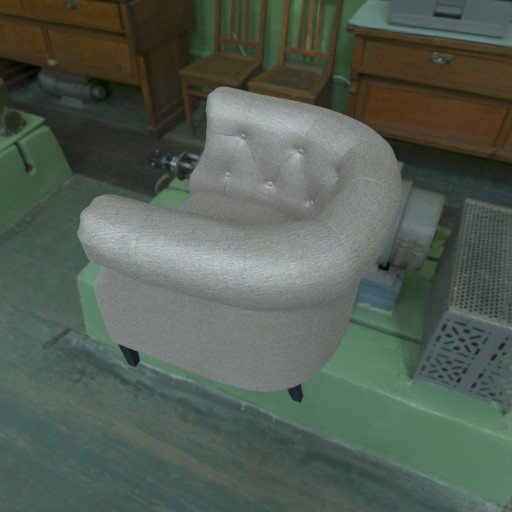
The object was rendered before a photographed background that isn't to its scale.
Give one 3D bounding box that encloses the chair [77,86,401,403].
[{"bbox_3d":[0.000,0.000,1.568,0.852,0.827,0.905,16,47,16],"label":"chair"}]
